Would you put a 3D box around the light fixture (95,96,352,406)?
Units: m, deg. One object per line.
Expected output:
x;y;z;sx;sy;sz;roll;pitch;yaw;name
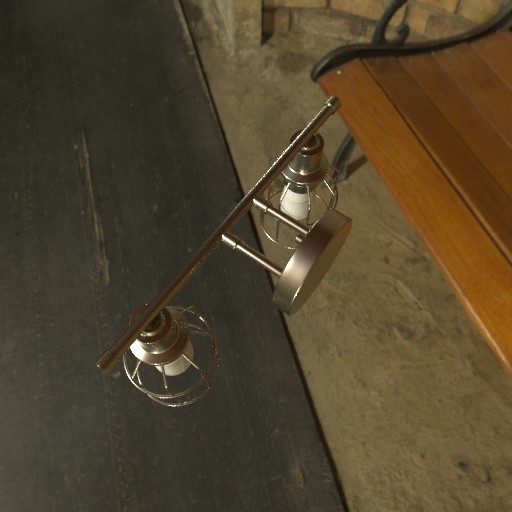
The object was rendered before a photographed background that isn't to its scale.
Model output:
0.000;0.000;0.532;0.165;0.254;0.406;33;68;15;light fixture
